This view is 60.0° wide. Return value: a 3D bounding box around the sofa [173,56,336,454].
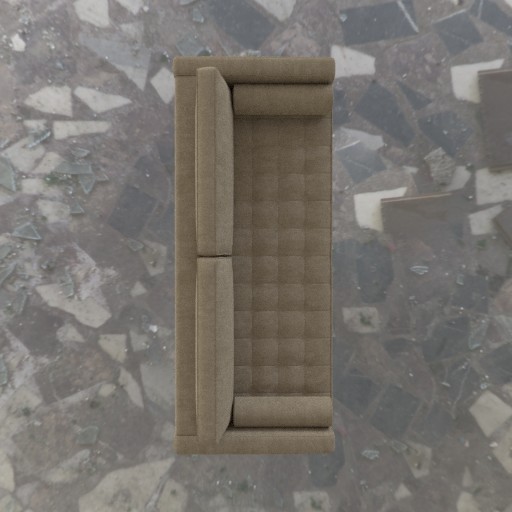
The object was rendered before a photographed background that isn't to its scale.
[{"bbox_3d":[0.000,0.000,2.615,0.919,0.770,2.200,0,91,0],"label":"sofa"}]
